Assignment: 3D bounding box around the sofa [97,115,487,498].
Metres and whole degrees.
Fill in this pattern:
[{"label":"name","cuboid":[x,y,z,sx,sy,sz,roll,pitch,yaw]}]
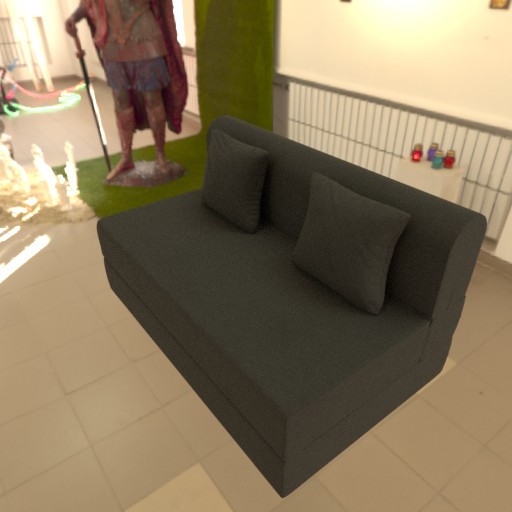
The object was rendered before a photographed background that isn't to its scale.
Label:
[{"label":"sofa","cuboid":[0.000,0.000,1.627,0.762,0.670,1.225,-23,39,-31]}]
